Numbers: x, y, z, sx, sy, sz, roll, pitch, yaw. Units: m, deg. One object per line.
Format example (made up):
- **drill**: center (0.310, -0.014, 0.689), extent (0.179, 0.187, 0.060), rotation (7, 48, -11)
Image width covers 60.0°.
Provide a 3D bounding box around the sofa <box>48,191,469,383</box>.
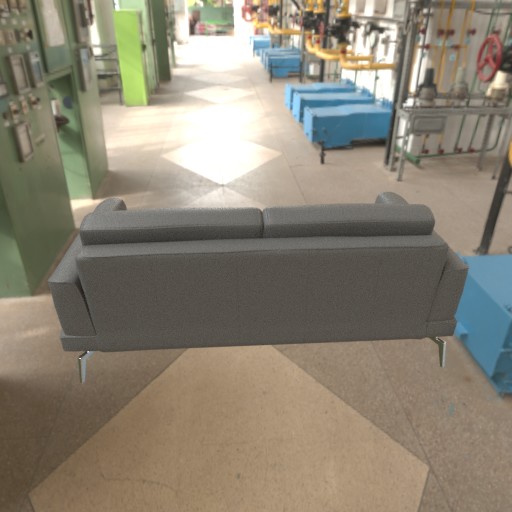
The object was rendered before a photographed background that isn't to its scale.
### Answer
- **sofa**: center (0.000, 0.000, 2.731), extent (2.177, 0.930, 1.121), rotation (-2, 29, -3)
